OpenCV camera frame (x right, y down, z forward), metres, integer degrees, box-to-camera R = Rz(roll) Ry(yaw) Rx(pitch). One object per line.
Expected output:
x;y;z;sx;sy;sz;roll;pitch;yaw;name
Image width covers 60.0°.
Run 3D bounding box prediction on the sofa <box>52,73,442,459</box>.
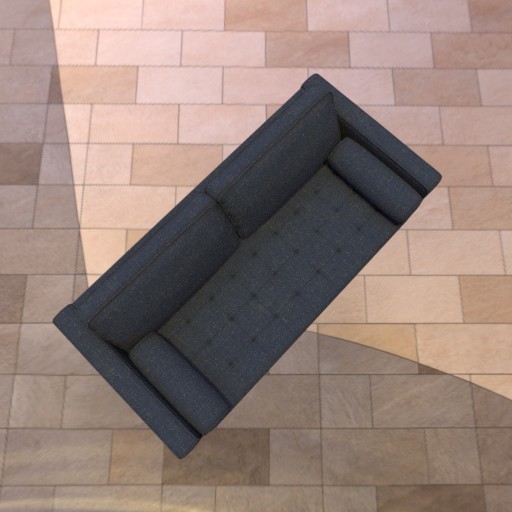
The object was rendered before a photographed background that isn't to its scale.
0.000;0.000;2.357;0.914;0.762;1.880;43;80;9;sofa
